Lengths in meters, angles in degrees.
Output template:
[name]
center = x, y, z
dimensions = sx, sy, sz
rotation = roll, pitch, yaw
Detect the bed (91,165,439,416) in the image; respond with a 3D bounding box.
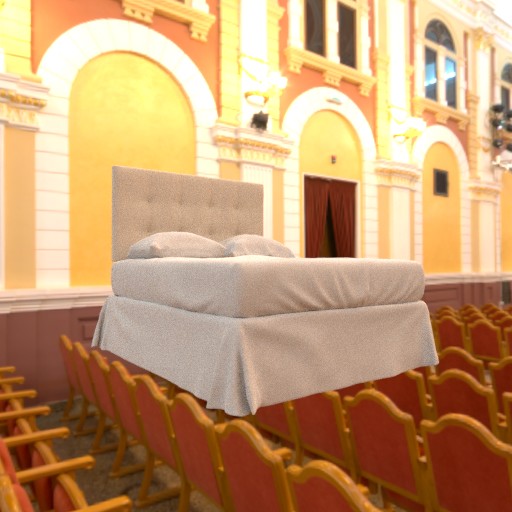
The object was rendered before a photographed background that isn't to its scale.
[bed]
center = 0.000, 0.000, 3.514
dimensions = 1.936, 1.577, 2.222
rotation = 0, -1, -37
